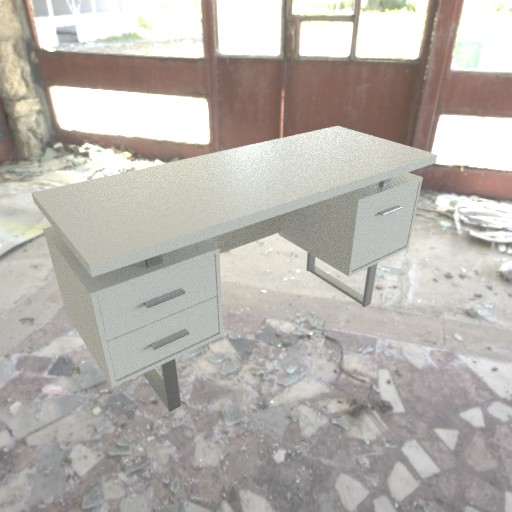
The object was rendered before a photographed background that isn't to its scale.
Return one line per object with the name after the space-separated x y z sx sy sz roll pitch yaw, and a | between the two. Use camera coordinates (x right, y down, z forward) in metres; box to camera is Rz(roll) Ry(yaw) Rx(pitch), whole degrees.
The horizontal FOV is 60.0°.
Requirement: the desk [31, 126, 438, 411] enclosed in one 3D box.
0.000 0.000 1.942 1.530 0.773 0.603 -21 37 -31 | desk
